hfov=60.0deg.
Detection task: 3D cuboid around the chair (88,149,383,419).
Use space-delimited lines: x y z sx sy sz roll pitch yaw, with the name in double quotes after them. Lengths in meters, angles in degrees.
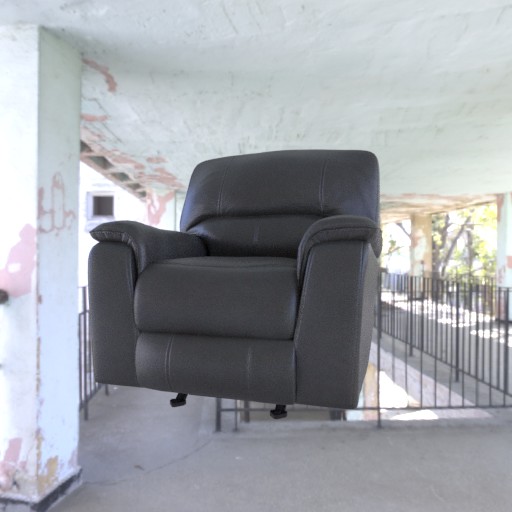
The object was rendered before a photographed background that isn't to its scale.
0.000 0.000 1.971 1.096 1.109 1.087 0 0 18 "chair"
